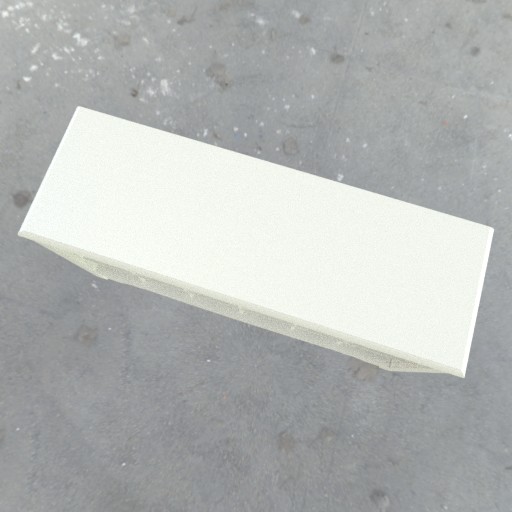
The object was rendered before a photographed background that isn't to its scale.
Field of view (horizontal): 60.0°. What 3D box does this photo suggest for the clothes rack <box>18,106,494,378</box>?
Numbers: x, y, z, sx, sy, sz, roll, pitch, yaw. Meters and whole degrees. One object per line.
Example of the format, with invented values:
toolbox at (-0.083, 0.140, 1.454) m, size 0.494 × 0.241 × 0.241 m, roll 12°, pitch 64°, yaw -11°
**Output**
clothes rack at (0.000, 0.000, 1.449) m, size 1.218 × 0.558 × 0.405 m, roll 17°, pitch 77°, yaw 4°
